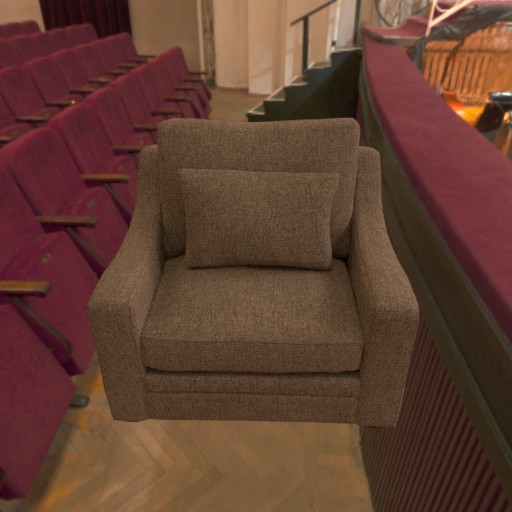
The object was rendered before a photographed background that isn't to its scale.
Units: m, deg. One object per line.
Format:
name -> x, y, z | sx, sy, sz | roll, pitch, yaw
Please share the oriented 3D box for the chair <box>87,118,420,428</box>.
chair -> 0.000, 0.000, 1.907 | 1.138, 1.037, 1.009 | 1, 31, 2
